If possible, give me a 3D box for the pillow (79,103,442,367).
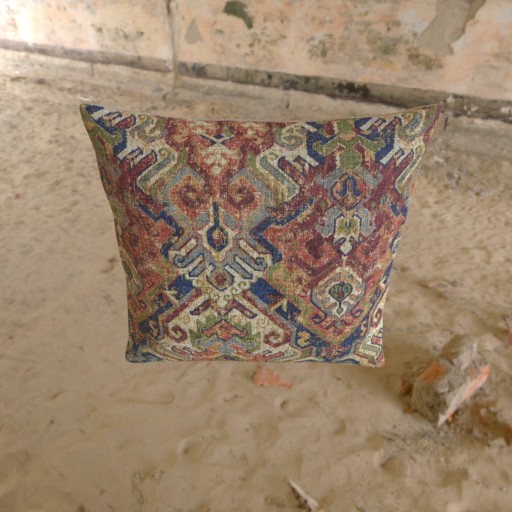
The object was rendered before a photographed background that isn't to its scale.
[{"bbox_3d":[0.000,0.000,0.760,0.523,0.506,0.166,1,32,1],"label":"pillow"}]
